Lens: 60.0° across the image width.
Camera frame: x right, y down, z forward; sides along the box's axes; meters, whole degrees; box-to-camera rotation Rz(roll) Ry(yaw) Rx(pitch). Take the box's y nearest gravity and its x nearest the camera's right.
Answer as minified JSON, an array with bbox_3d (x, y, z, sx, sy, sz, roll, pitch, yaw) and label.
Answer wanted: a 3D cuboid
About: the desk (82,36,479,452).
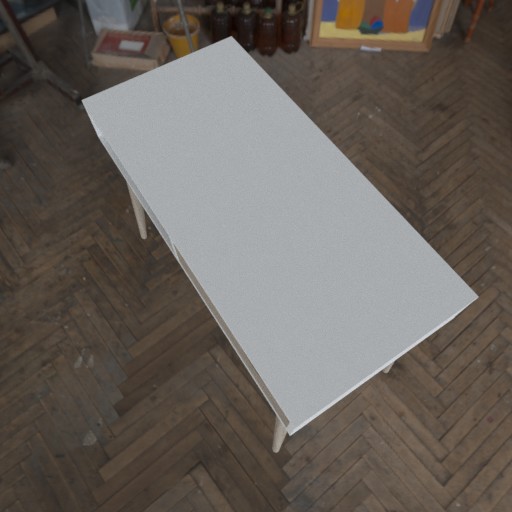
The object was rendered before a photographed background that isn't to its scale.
[{"bbox_3d":[0.000,0.000,1.373,0.491,0.723,0.979,-30,67,-14],"label":"desk"}]
